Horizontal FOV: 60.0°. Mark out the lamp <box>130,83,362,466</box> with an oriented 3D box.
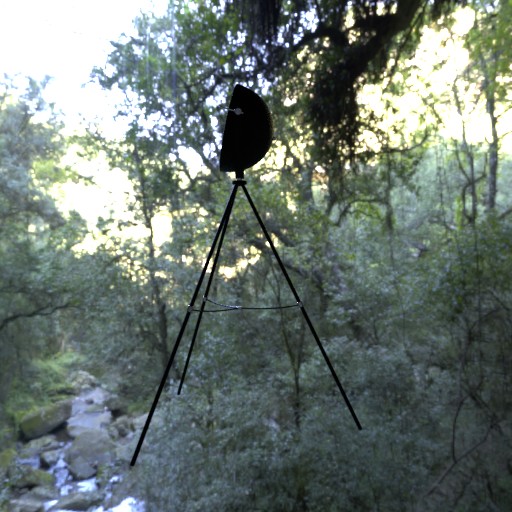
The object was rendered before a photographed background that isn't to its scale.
[{"bbox_3d":[0.000,0.000,2.001,0.920,1.512,0.817,0,0,-1],"label":"lamp"}]
